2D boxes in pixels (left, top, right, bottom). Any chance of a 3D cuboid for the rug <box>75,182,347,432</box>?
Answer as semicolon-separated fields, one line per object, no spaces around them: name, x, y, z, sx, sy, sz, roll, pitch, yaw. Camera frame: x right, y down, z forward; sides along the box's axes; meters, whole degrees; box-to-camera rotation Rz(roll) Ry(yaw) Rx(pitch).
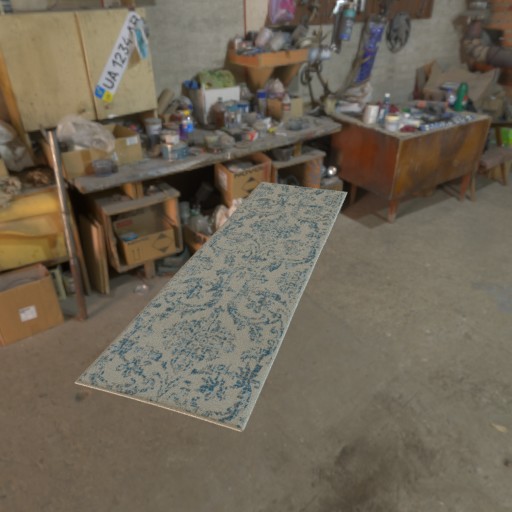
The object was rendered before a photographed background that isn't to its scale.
rug;0.000;0.000;2.436;0.662;0.011;2.196;10;31;16
